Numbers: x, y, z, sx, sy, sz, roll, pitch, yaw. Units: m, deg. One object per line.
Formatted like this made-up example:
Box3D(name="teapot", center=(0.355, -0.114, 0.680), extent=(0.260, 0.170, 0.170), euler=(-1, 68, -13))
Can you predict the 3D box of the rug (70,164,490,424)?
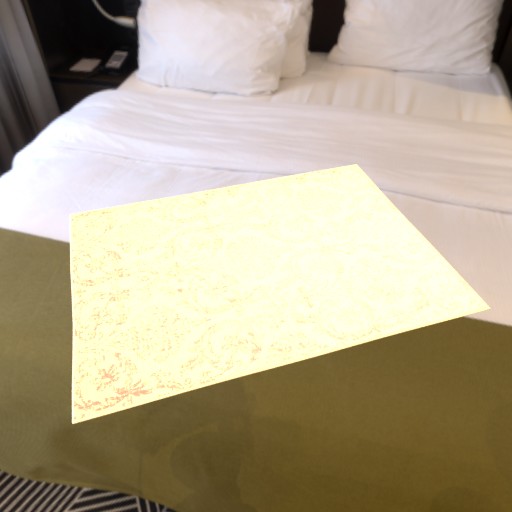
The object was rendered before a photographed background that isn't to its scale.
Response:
Box3D(name="rug", center=(0.000, 0.000, 2.757), extent=(2.202, 0.014, 1.598), euler=(-12, 44, -13))
